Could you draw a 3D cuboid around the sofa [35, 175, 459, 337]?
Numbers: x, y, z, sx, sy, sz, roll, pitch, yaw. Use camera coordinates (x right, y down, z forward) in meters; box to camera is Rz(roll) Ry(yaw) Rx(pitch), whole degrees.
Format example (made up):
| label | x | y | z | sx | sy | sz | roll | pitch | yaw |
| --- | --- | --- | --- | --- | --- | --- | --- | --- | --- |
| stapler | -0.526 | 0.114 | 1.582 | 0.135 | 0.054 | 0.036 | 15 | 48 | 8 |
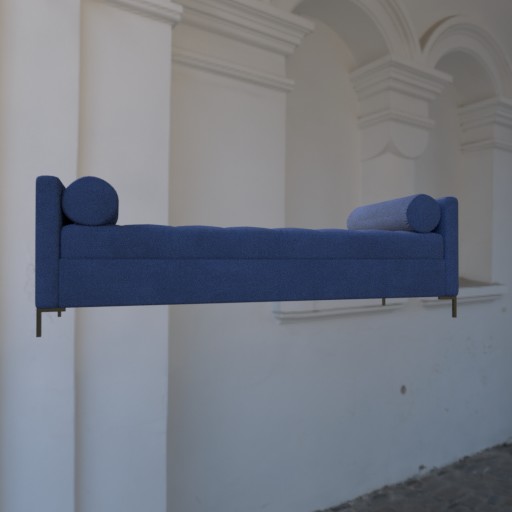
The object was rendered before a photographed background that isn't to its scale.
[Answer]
| label | x | y | z | sx | sy | sz | roll | pitch | yaw |
| --- | --- | --- | --- | --- | --- | --- | --- | --- | --- |
| sofa | 0.000 | 0.000 | 2.306 | 1.981 | 0.635 | 0.686 | 0 | -1 | -17 |
